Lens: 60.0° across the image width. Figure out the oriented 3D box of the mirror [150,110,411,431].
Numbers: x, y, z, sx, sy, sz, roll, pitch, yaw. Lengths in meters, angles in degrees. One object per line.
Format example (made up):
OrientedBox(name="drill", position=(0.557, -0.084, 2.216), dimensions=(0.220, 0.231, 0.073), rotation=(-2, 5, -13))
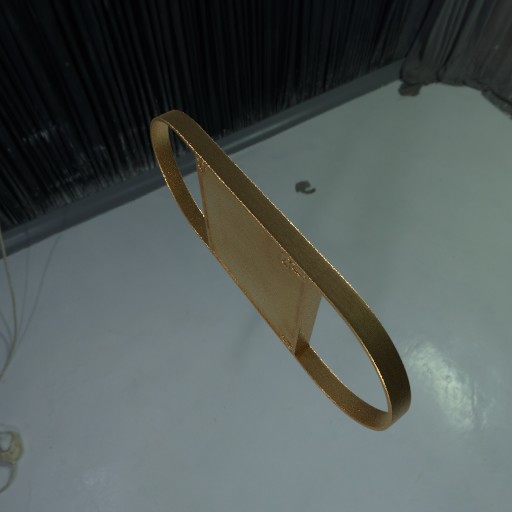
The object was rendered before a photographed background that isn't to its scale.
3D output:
OrientedBox(name="mirror", position=(0.000, 0.000, 0.664), dimensions=(0.032, 0.254, 0.584), rotation=(-31, 63, -18))
